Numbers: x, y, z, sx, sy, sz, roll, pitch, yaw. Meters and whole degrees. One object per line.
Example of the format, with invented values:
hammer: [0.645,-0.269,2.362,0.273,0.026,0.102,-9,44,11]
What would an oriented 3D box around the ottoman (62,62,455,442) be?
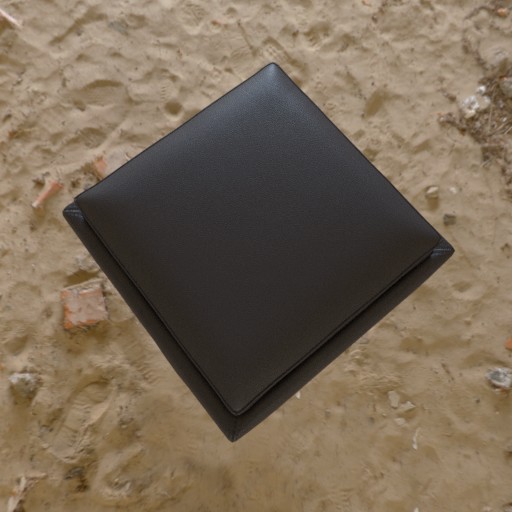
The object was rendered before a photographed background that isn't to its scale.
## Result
ottoman: [0.000,0.000,0.827,0.450,0.460,0.451,-38,78,-9]
